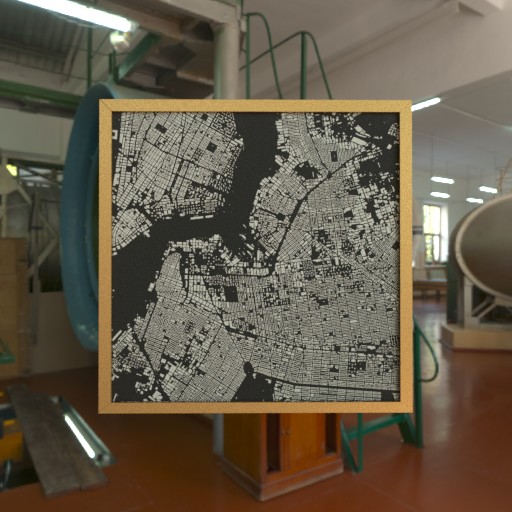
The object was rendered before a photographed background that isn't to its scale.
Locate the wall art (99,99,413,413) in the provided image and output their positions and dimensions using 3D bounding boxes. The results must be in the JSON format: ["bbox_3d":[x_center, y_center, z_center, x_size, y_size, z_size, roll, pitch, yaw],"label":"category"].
[{"bbox_3d":[0.000,0.000,1.864,1.284,1.284,0.095,0,0,0],"label":"wall art"}]
